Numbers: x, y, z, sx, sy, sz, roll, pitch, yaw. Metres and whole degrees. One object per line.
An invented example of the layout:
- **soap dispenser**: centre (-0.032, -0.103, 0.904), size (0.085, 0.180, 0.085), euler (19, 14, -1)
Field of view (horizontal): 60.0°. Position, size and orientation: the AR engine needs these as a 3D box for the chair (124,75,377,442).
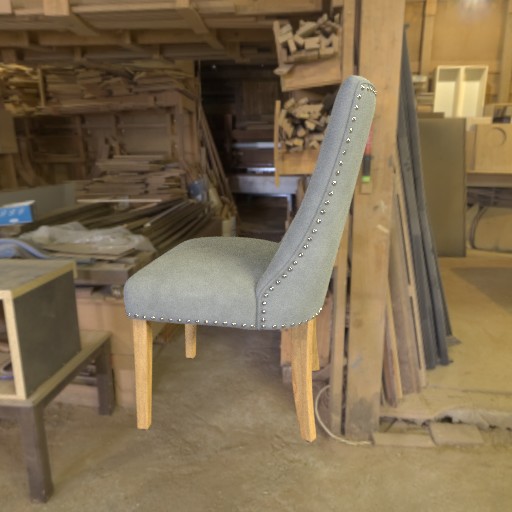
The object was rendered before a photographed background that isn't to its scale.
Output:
- **chair**: centre (0.000, 0.000, 1.274), size (0.610, 0.902, 0.495), euler (2, 14, 9)
